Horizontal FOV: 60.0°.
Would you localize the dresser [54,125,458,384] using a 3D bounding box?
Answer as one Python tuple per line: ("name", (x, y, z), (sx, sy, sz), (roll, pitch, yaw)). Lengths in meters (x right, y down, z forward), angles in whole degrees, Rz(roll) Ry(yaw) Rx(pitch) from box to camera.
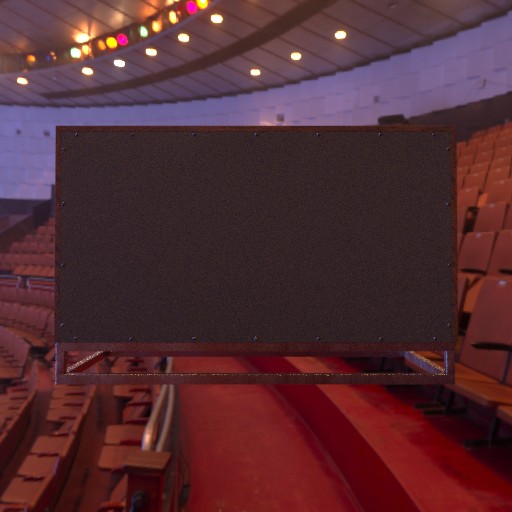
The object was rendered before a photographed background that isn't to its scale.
("dresser", (0.000, 0.000, 2.118), (1.646, 1.061, 0.623), (0, -1, 0))
